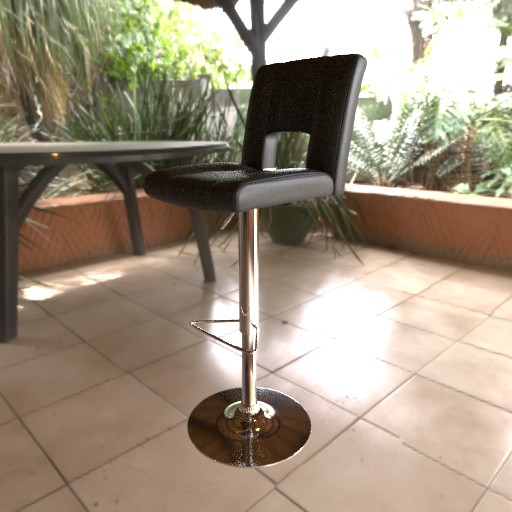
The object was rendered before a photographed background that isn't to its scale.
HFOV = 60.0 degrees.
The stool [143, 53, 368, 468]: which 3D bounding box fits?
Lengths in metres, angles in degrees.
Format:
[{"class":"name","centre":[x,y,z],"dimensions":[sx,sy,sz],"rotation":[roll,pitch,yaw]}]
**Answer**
[{"class":"stool","centre":[0.000,0.000,1.344],"dimensions":[0.415,1.151,0.520],"rotation":[15,22,42]}]
